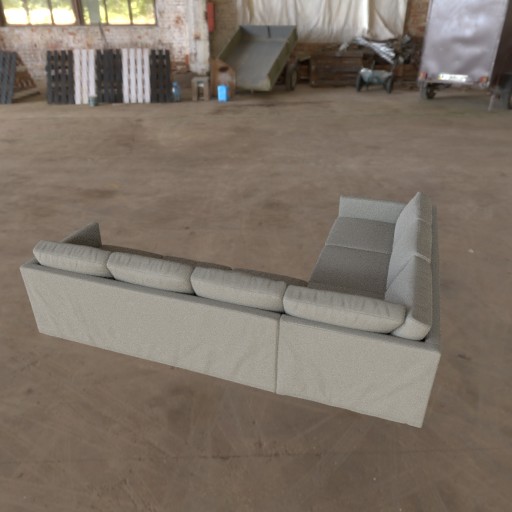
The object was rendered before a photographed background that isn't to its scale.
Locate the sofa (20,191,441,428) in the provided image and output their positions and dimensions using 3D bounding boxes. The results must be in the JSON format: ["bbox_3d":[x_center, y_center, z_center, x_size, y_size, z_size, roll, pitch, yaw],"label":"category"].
[{"bbox_3d":[0.000,0.000,4.200,3.182,0.871,2.432,9,30,16],"label":"sofa"}]
